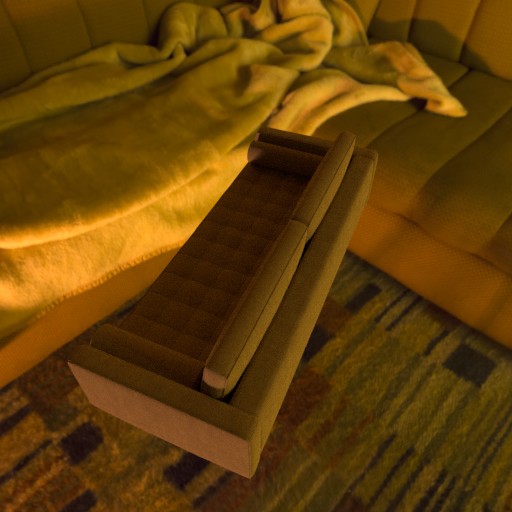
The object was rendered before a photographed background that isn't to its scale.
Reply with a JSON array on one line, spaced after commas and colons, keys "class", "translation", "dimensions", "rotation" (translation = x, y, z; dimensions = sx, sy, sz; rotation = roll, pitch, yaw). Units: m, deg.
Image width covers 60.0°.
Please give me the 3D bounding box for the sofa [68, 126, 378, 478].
[{"class": "sofa", "translation": [0.000, 0.000, 2.642], "dimensions": [0.919, 0.770, 2.200], "rotation": [18, 49, 16]}]
